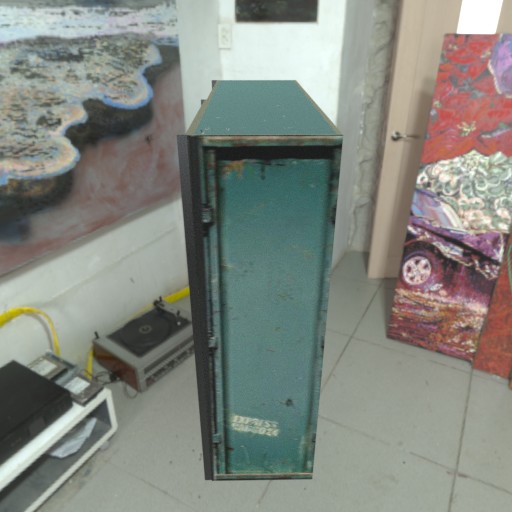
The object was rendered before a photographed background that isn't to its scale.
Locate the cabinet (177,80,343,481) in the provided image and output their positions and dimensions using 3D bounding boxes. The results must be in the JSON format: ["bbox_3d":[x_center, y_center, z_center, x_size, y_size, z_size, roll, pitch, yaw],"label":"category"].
[{"bbox_3d":[0.000,0.000,3.193,0.680,2.160,2.000,0,28,-1],"label":"cabinet"}]
